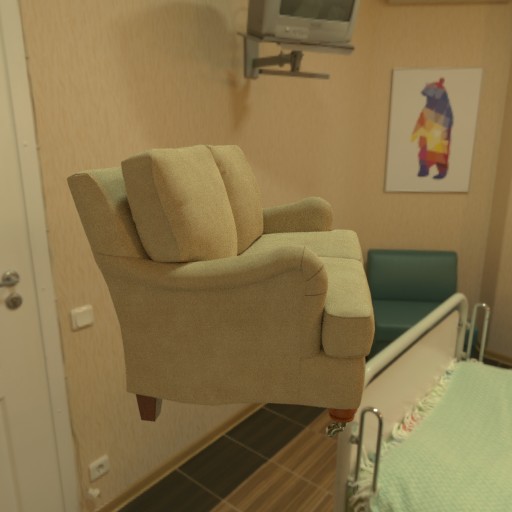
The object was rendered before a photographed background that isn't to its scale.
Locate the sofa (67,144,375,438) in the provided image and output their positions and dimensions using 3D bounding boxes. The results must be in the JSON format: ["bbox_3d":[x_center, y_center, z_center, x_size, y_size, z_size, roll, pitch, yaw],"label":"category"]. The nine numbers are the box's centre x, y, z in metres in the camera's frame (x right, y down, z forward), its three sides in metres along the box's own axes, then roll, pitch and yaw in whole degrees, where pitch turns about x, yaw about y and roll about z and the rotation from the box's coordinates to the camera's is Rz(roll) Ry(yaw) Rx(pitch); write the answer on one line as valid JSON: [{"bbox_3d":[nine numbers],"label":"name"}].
[{"bbox_3d":[0.000,0.000,2.230,1.086,1.087,1.498,3,15,10],"label":"sofa"}]
